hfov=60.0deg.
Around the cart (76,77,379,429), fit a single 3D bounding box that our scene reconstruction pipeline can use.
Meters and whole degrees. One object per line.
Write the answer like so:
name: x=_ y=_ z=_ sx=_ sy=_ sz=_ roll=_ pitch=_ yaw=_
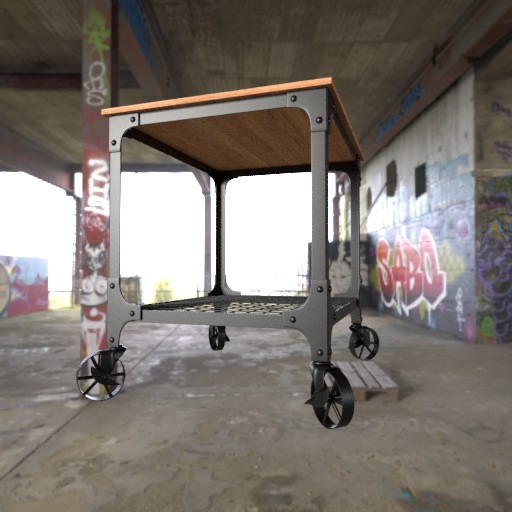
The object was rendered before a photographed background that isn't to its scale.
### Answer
cart: x=0.000 y=0.000 z=1.118 sx=0.558 sy=0.603 sz=0.666 roll=-1 pitch=-2 yaw=19
